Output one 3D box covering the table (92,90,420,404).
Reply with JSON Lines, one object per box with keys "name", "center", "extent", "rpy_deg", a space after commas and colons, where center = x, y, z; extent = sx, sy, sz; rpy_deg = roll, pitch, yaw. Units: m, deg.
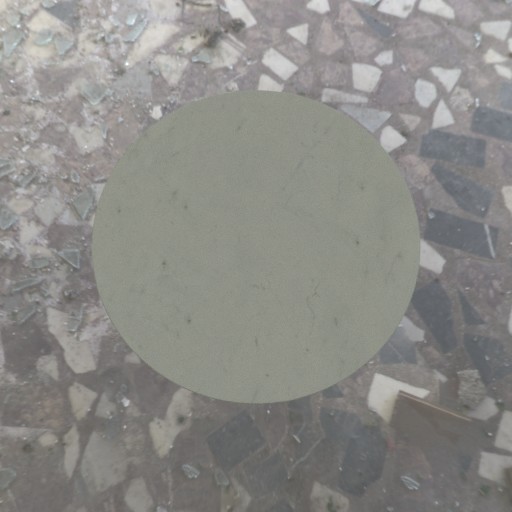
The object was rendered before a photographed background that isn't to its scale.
{"name": "table", "center": [0.000, 0.000, 1.299], "extent": [0.800, 0.450, 0.800], "rpy_deg": [0, 75, 0]}
